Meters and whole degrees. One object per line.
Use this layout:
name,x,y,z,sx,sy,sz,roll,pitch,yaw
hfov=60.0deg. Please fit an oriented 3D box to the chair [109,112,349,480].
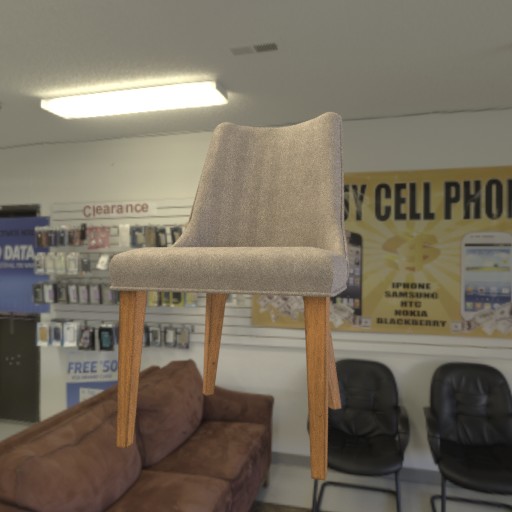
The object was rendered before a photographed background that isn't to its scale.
chair,0.000,0.000,1.279,0.548,0.916,0.636,0,0,18
